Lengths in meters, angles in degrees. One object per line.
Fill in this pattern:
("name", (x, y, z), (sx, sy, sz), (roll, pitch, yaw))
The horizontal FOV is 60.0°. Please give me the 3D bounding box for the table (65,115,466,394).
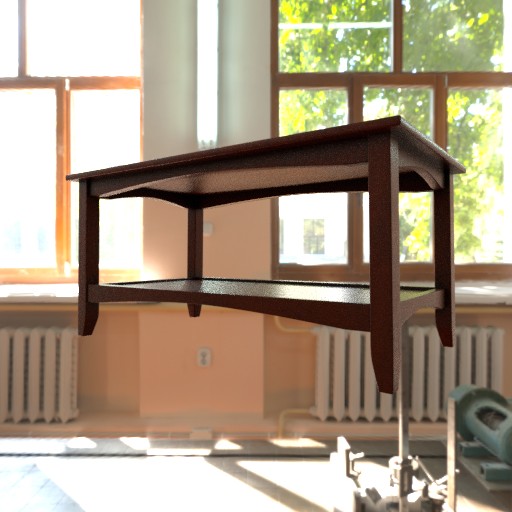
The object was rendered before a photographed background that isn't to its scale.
("table", (0.000, 0.000, 1.193), (0.943, 0.456, 0.533), (0, 1, 36))
